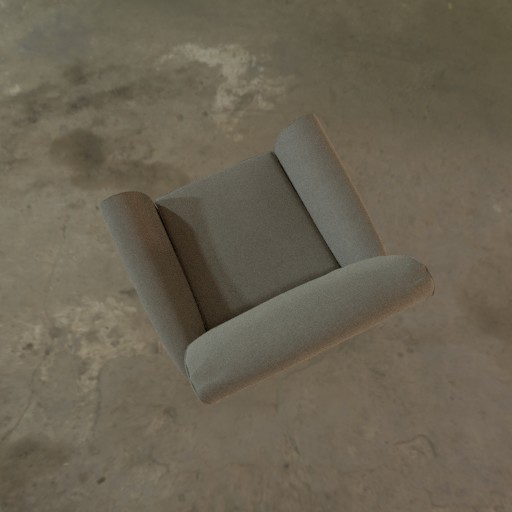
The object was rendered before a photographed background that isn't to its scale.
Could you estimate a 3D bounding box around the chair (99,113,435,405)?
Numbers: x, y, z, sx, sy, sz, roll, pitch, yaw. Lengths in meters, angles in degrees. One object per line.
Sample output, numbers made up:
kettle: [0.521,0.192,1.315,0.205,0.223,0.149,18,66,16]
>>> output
chair: [0.000,0.000,1.782,0.978,1.061,0.905,-24,75,-7]
